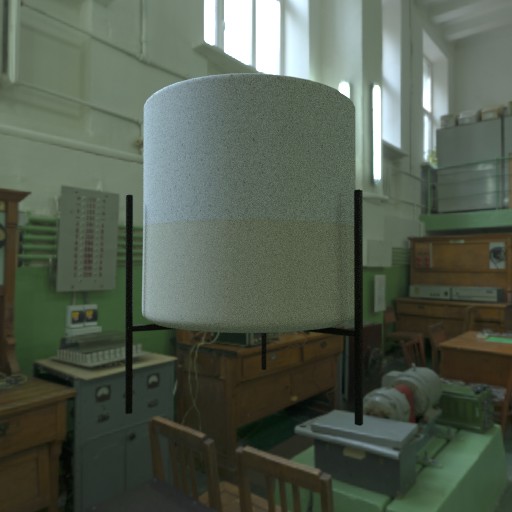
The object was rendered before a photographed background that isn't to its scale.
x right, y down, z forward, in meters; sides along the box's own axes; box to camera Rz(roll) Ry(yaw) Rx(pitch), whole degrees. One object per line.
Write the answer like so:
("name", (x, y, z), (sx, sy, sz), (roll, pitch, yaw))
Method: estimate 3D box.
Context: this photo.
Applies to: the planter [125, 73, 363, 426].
("planter", (0.000, 0.000, 0.656), (0.335, 0.423, 0.313), (0, -1, 37))
